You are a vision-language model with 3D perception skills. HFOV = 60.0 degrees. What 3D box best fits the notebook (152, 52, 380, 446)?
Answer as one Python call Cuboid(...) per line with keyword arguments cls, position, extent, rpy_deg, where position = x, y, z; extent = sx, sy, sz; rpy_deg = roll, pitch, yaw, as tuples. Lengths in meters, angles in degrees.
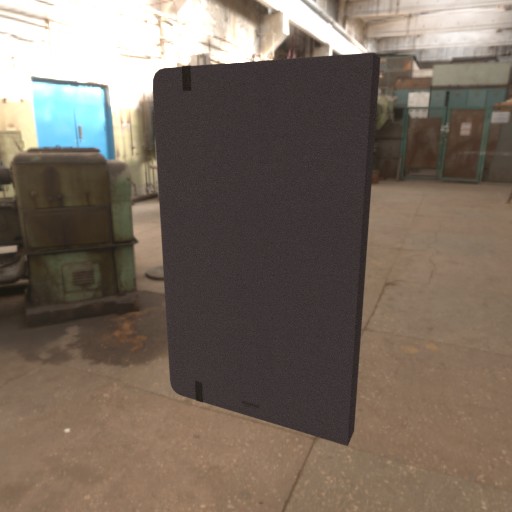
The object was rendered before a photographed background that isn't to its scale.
Cuboid(cls="notebook", position=(0.000, 0.000, 0.264), extent=(0.127, 0.213, 0.016), rpy_deg=(8, 17, 25))
